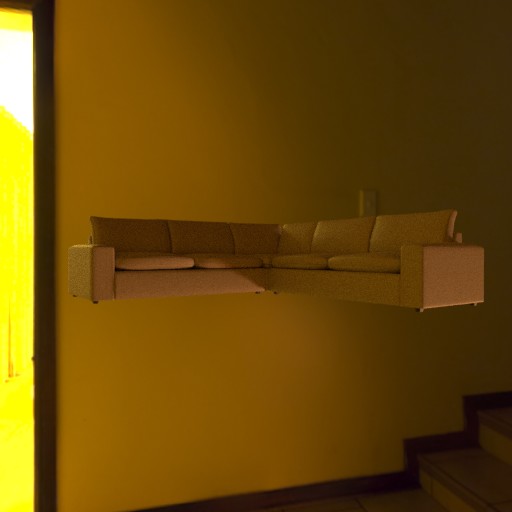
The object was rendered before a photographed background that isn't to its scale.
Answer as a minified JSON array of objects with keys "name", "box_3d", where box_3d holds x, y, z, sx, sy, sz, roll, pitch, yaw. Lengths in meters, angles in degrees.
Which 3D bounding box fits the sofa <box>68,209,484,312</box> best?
[{"name":"sofa","box_3d":[0.000,0.000,3.992,2.622,0.800,2.742,0,0,-34]}]
